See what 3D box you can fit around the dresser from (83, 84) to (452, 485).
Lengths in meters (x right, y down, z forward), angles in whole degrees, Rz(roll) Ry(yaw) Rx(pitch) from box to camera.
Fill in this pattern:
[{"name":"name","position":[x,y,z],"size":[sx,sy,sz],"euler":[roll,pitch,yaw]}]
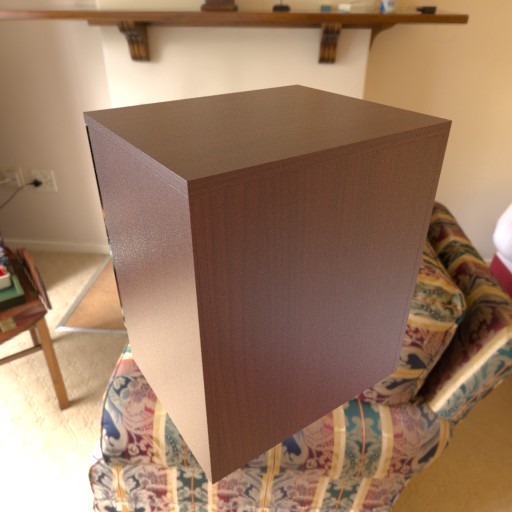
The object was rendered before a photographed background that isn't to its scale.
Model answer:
[{"name":"dresser","position":[0.000,0.000,0.752],"size":[0.400,0.470,0.360],"euler":[-19,36,-29]}]
